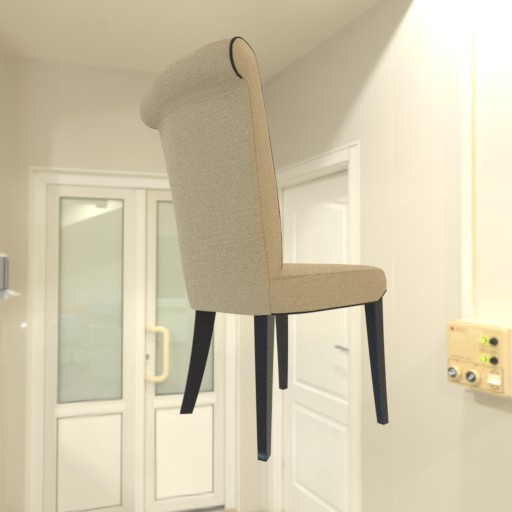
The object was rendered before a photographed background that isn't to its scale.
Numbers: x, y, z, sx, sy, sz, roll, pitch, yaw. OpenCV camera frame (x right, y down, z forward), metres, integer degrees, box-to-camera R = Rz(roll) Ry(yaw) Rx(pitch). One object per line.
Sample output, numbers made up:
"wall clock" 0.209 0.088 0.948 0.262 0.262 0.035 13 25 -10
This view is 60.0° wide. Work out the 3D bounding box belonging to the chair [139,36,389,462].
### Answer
"chair" 0.000 0.000 1.334 0.623 0.997 0.522 1 -2 -36
